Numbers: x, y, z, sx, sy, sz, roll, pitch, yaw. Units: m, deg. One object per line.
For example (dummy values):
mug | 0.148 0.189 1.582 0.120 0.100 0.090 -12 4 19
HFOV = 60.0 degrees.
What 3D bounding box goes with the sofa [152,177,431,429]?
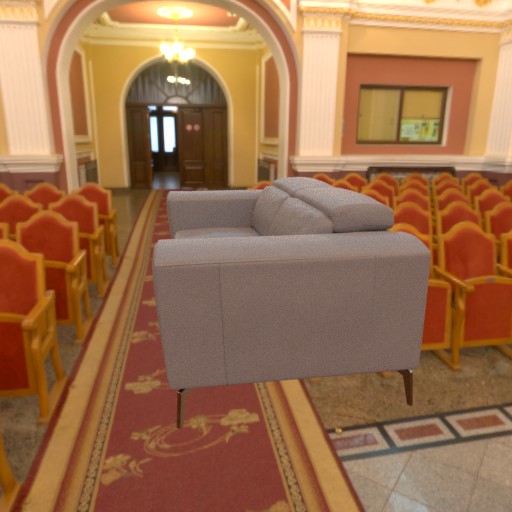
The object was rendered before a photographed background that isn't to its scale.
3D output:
sofa | 0.000 0.000 2.459 1.003 0.779 1.895 -2 15 -9
